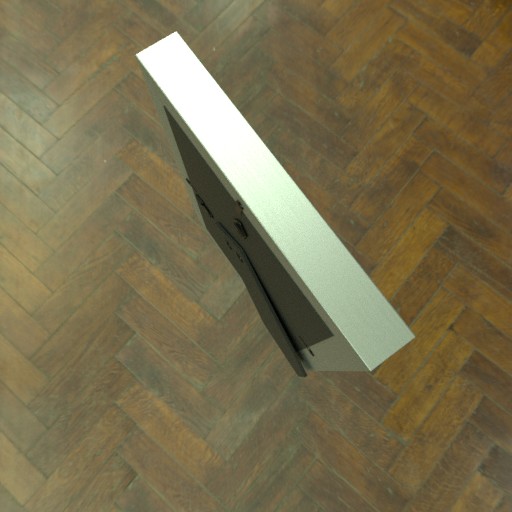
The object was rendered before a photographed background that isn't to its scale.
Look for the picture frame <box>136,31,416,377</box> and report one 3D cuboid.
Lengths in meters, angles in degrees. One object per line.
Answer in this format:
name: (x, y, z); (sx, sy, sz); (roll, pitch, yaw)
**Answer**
picture frame: (0.000, 0.000, 0.271); (0.028, 0.208, 0.157); (-34, 78, -8)
